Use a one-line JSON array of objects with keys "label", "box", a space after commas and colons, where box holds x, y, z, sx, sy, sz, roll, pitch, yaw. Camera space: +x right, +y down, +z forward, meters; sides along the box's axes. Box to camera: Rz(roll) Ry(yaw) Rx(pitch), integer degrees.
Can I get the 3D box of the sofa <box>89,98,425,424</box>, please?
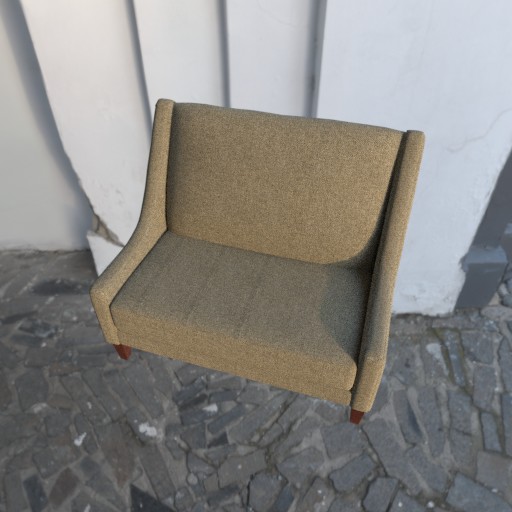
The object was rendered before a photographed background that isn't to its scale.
[{"label": "sofa", "box": [0.000, 0.000, 1.998, 1.242, 1.021, 0.870, 12, 42, 13]}]
